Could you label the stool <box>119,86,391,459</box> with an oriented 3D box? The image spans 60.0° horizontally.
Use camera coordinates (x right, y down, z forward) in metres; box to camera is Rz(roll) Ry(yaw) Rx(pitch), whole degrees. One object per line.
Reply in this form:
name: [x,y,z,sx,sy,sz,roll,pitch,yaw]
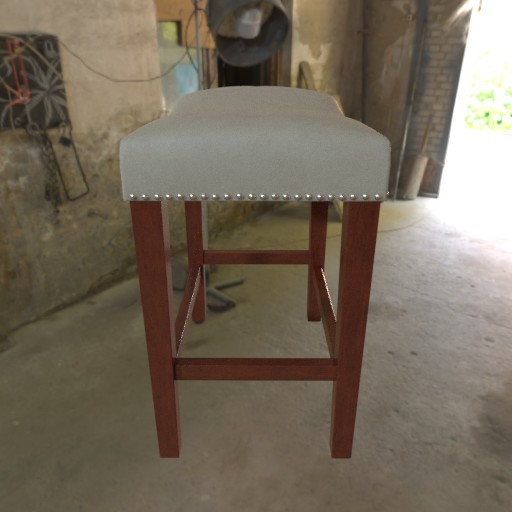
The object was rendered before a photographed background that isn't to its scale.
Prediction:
stool: [0.000,0.000,0.930,0.375,0.632,0.509,0,26,0]
